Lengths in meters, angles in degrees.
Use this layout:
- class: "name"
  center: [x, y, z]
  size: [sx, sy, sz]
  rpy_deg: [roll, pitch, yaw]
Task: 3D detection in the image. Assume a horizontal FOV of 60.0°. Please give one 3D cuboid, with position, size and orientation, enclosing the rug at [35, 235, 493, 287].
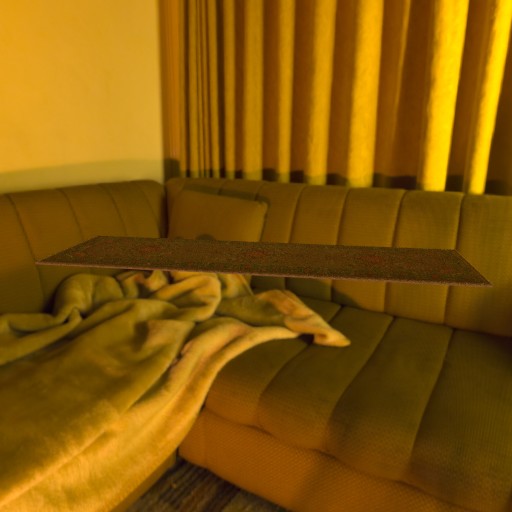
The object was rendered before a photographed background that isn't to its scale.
- class: "rug"
  center: [0.000, 0.000, 2.501]
  size: [2.297, 0.019, 0.659]
  rpy_deg: [3, 15, 9]
